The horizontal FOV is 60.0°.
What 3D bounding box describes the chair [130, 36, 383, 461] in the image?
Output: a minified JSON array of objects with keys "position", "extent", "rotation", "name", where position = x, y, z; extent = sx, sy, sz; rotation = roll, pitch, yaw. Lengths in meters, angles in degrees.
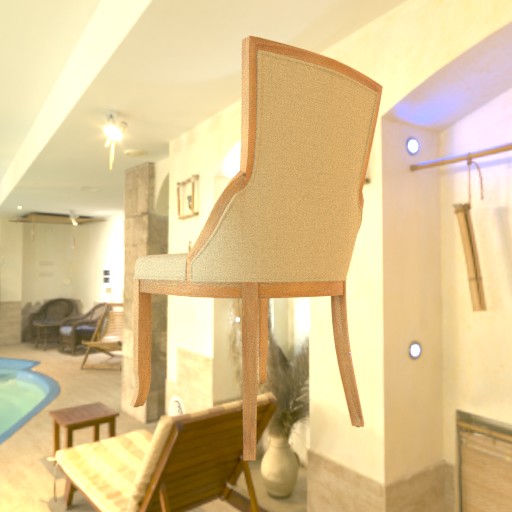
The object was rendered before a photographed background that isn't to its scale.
[{"position":[0.000,0.000,1.318],"extent":[0.524,0.947,0.641],"rotation":[1,-2,-36],"name":"chair"}]
